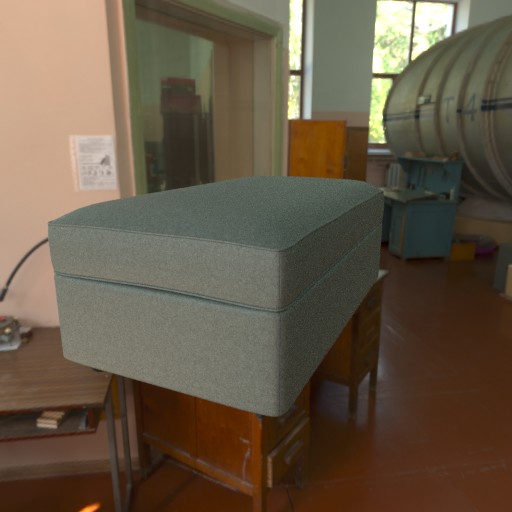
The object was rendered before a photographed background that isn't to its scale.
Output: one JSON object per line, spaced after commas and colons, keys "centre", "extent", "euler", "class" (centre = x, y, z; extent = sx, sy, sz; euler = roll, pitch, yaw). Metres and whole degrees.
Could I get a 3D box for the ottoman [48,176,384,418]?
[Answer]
{"centre": [0.000, 0.000, 1.559], "extent": [0.681, 0.494, 1.173], "euler": [7, 16, 24], "class": "ottoman"}
